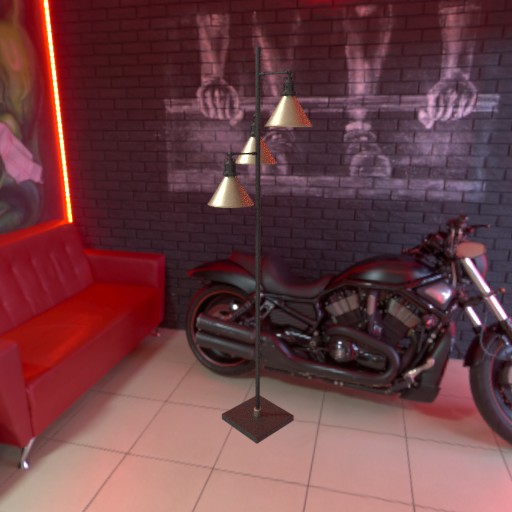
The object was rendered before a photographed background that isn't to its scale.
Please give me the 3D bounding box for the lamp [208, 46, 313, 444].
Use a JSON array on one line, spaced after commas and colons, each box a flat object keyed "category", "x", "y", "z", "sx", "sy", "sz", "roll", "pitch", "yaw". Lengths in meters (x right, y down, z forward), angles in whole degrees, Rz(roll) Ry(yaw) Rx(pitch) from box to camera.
[{"category": "lamp", "x": 0.000, "y": 0.000, "z": 1.969, "sx": 0.415, "sy": 1.716, "sz": 0.428, "roll": -14, "pitch": 21, "yaw": -42}]
